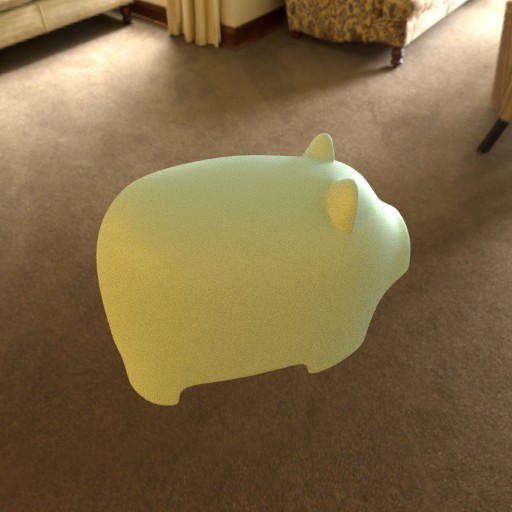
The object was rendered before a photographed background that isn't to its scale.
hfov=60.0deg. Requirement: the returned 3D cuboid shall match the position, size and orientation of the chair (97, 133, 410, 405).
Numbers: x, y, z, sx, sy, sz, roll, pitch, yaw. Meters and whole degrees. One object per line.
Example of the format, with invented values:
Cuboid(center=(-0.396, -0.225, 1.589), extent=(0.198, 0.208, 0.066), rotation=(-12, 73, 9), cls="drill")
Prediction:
Cuboid(center=(0.000, 0.000, 0.876), extent=(0.619, 0.423, 0.364), rotation=(-9, 48, -8), cls="chair")
